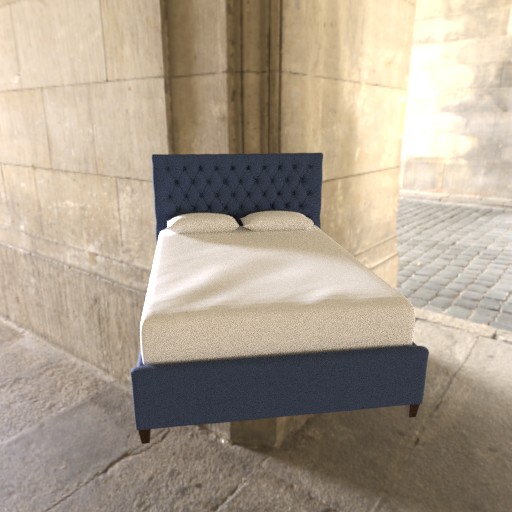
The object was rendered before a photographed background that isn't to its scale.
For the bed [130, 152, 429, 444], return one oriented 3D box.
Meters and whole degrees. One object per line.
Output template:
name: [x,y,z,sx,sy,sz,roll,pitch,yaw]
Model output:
bed: [0.000,0.000,3.482,1.706,1.427,2.387,-2,17,-8]
